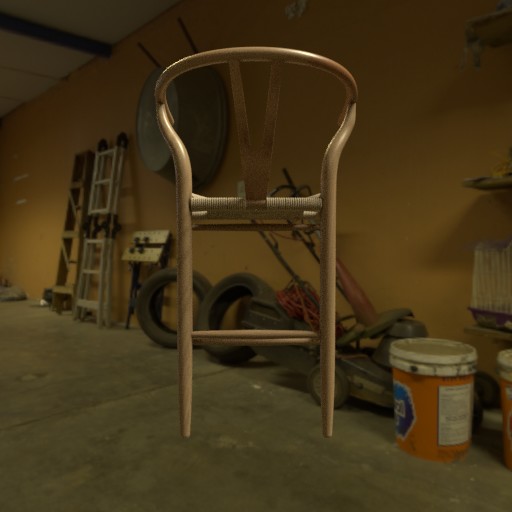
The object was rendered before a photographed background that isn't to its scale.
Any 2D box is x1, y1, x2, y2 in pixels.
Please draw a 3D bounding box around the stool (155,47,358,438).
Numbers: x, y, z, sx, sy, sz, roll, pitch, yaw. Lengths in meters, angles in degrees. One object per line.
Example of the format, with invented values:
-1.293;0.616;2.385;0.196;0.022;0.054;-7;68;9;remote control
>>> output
0.000;0.000;1.252;0.536;0.923;0.575;0;1;0;stool
